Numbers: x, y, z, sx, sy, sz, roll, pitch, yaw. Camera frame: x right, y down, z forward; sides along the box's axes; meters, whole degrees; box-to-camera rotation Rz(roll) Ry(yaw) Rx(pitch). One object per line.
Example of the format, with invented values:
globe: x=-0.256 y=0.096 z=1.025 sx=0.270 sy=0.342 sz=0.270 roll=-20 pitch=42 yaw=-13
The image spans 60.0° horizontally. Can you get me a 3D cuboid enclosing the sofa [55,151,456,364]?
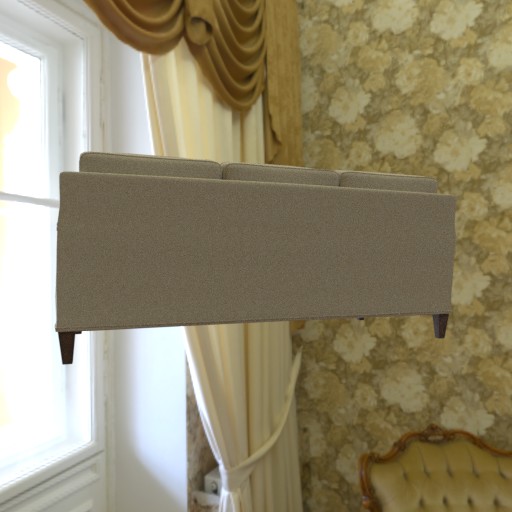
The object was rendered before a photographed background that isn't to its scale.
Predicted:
sofa: x=0.000 y=0.000 z=2.763 sx=2.246 sy=1.003 sz=1.084 roll=0 pitch=-1 yaw=-19
